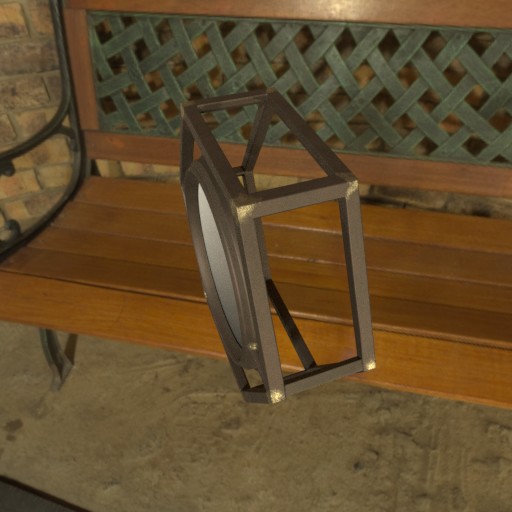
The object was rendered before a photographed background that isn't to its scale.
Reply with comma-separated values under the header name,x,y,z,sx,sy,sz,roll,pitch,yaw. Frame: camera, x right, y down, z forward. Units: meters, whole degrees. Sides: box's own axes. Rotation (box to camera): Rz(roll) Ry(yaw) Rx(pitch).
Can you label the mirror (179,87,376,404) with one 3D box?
name,x,y,z,sx,sy,sz,roll,pitch,yaw
mirror,0.000,0.000,0.556,0.119,0.334,0.380,-15,47,-14
